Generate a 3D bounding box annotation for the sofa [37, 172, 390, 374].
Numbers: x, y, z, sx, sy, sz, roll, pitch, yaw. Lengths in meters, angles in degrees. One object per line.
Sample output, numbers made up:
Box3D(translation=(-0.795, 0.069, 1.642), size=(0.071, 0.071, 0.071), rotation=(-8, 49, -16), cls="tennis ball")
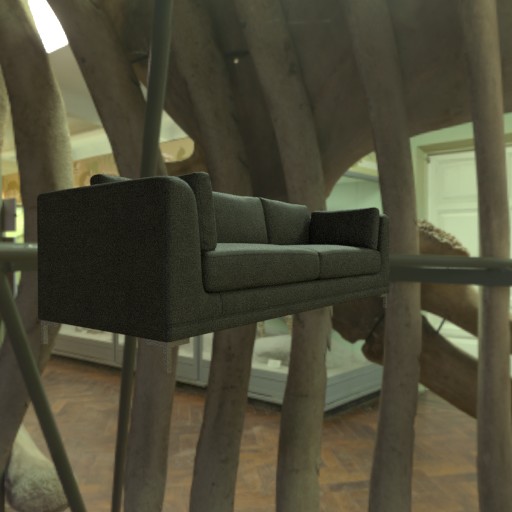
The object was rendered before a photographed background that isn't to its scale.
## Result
Box3D(translation=(0.000, 0.000, 2.914), size=(0.969, 0.867, 2.415), rotation=(1, 1, 36), cls="sofa")
